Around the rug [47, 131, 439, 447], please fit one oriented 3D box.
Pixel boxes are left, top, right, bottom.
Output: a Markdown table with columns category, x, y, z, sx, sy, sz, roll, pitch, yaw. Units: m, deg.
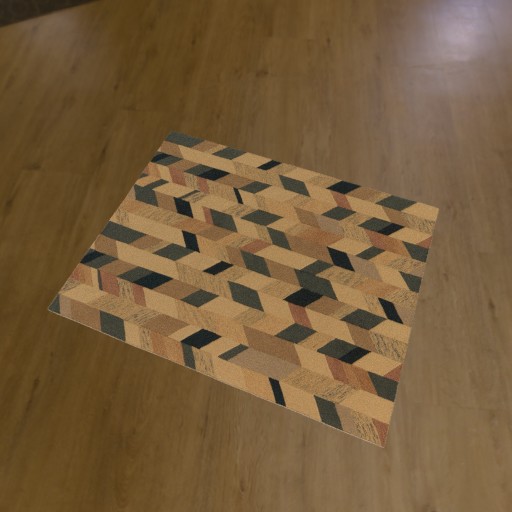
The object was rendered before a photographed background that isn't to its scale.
| category | x | y | z | sx | sy | sz | roll | pitch | yaw |
| --- | --- | --- | --- | --- | --- | --- | --- | --- | --- |
| rug | 0.000 | 0.000 | 4.252 | 3.072 | 0.011 | 2.451 | 19 | 61 | 11 |
